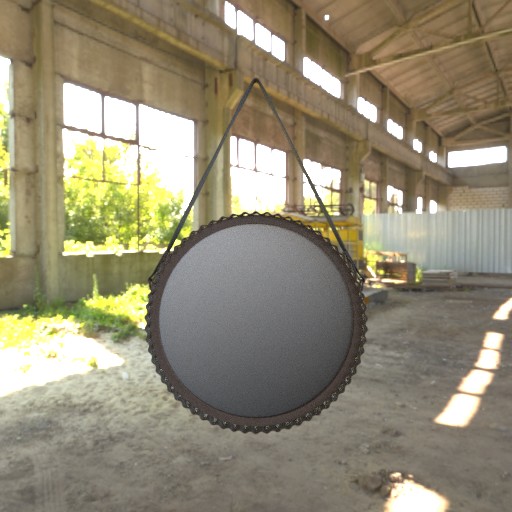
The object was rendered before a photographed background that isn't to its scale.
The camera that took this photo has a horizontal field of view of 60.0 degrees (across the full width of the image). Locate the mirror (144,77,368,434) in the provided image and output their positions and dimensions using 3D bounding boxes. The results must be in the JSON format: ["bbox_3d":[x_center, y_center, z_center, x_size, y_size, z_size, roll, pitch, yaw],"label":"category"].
[{"bbox_3d":[0.000,0.000,0.720,0.355,0.568,0.042,0,1,1],"label":"mirror"}]
